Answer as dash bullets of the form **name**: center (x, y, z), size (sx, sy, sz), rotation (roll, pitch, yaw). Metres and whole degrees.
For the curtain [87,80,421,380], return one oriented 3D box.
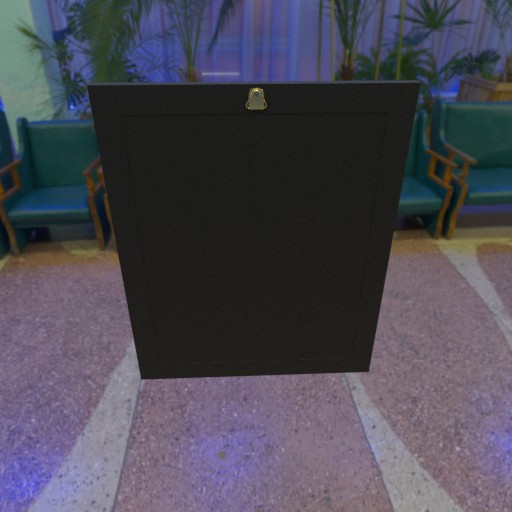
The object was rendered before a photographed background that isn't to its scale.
- **curtain**: center (0.000, 0.000, 0.794), size (0.483, 0.585, 0.027), rotation (-1, 31, -2)
